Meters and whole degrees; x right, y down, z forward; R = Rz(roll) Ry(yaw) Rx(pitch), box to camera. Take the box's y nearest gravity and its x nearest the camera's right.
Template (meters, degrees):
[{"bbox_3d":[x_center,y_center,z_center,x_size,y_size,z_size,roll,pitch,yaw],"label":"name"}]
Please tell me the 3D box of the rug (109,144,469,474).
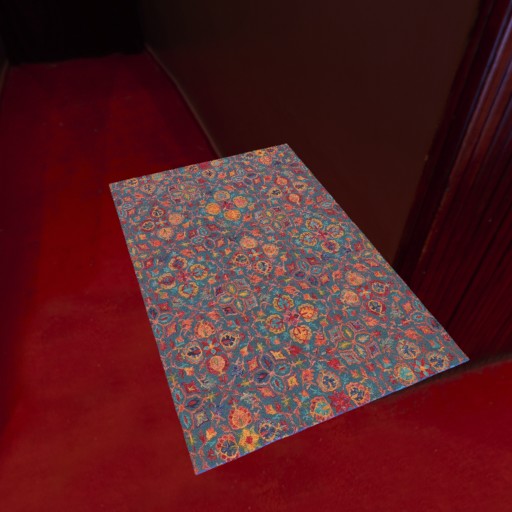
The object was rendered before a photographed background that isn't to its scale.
[{"bbox_3d":[0.000,0.000,2.318,1.216,0.014,1.836,-16,48,-15],"label":"rug"}]
